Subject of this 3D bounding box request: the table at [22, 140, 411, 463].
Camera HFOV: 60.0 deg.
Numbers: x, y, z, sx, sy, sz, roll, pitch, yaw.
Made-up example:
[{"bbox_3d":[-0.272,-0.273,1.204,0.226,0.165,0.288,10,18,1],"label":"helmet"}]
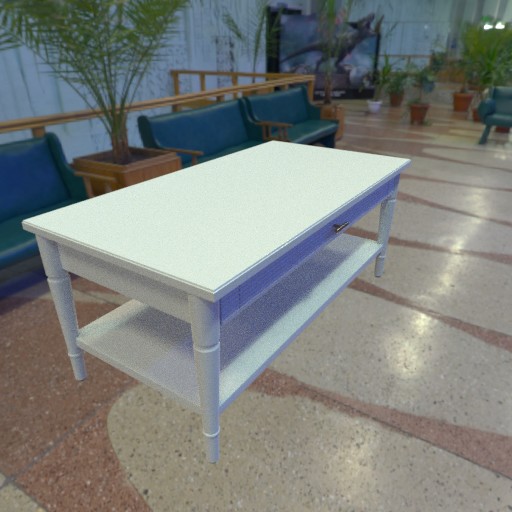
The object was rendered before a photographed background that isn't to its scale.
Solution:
[{"bbox_3d":[0.000,0.000,1.357,0.559,0.457,1.067,17,31,30],"label":"table"}]
